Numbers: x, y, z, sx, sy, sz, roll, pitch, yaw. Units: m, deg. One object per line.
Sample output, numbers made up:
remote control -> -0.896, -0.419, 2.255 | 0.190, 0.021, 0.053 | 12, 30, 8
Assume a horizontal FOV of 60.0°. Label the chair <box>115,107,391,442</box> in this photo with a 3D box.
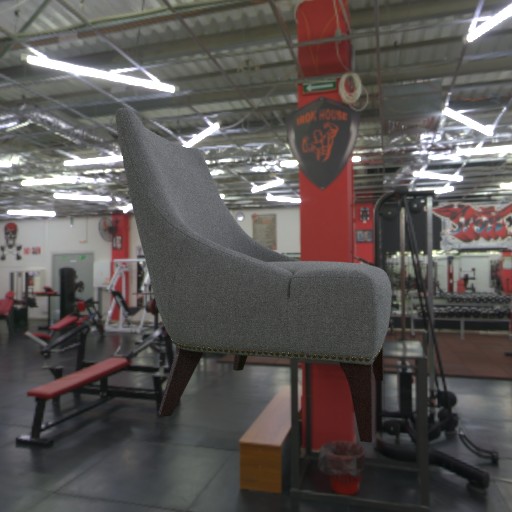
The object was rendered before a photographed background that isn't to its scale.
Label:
chair -> 0.000, 0.000, 1.486 | 0.861, 0.909, 0.701 | -1, -2, 18
